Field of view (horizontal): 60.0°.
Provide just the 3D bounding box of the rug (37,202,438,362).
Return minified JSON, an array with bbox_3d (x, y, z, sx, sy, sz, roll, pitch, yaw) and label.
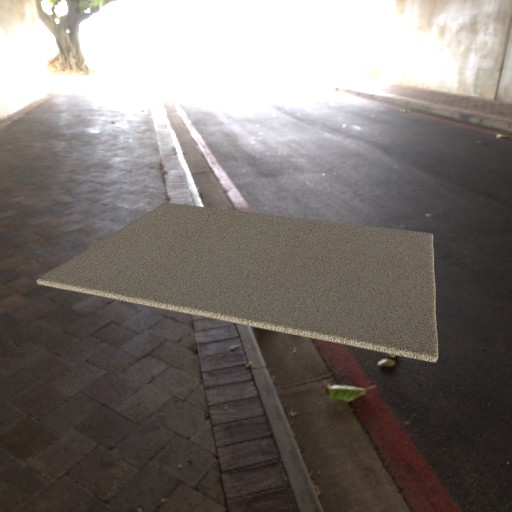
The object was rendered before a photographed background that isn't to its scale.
[{"bbox_3d":[0.000,0.000,2.343,1.778,0.030,1.219,8,27,17],"label":"rug"}]
